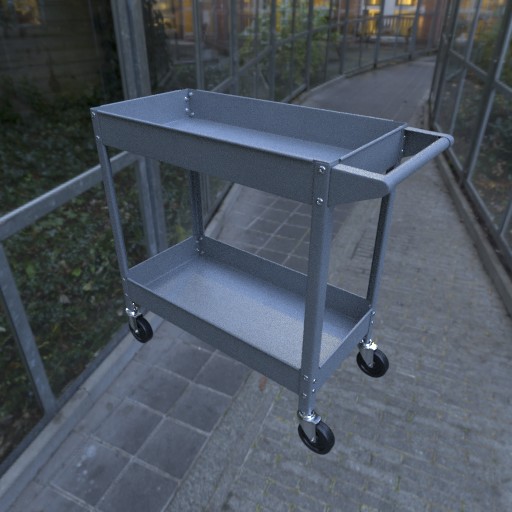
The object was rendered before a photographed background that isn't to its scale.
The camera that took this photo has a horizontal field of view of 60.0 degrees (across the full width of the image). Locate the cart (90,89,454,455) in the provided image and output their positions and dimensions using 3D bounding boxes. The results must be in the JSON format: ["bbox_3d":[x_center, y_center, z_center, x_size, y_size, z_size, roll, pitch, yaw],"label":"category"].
[{"bbox_3d":[0.000,0.000,1.175,0.779,0.719,0.366,21,37,32],"label":"cart"}]
